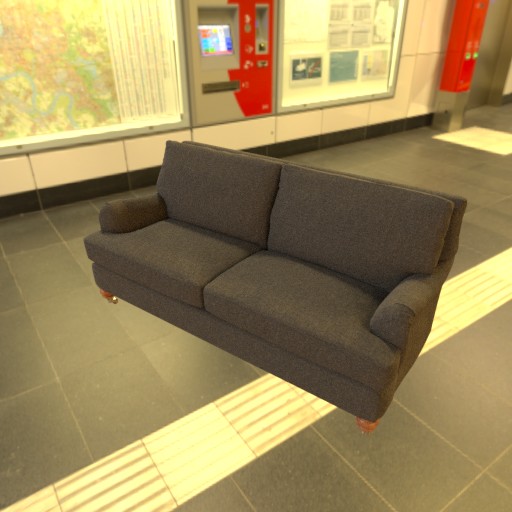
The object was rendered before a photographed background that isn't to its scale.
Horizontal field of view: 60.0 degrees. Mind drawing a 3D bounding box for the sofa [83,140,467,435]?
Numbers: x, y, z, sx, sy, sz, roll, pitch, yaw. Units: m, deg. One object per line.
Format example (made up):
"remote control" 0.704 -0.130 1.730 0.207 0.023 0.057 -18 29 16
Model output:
"sofa" 0.000 0.000 2.789 2.160 1.054 1.087 19 34 30
